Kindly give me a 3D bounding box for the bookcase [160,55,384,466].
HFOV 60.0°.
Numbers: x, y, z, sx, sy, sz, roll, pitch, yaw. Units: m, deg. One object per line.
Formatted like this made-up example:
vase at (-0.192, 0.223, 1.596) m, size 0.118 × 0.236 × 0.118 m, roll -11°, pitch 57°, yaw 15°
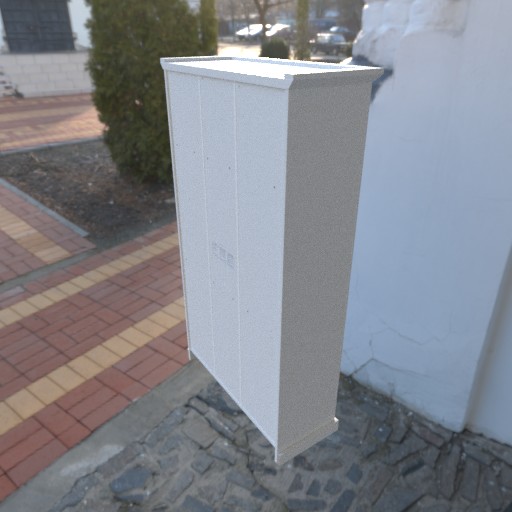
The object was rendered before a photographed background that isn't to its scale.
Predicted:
bookcase at (0.000, 0.000, 2.344) m, size 0.432 × 1.880 × 1.050 m, roll -17°, pitch 32°, yaw -30°
